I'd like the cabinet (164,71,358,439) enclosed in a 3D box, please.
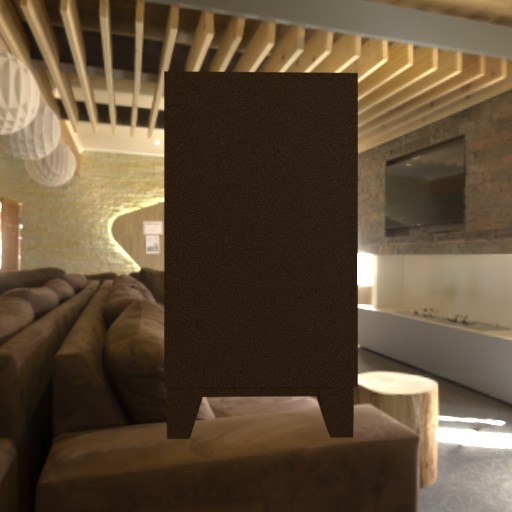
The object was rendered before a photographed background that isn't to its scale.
[{"bbox_3d":[0.000,0.000,1.798,0.482,0.914,1.396,0,0,-1],"label":"cabinet"}]
